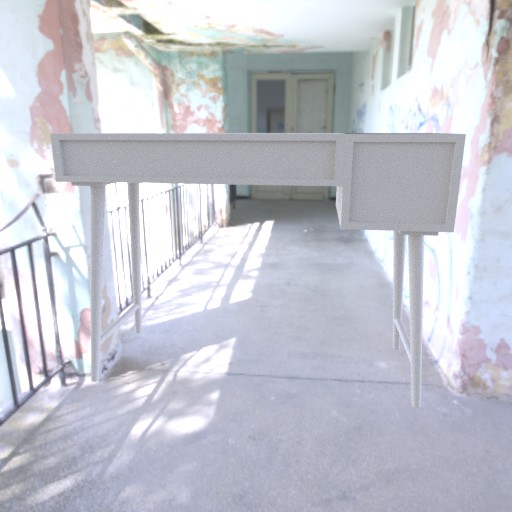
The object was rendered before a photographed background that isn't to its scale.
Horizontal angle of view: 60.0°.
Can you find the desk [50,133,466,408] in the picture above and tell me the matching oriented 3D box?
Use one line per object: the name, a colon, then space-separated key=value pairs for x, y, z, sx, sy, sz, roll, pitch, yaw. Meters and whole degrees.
desk: x=0.000 y=0.000 z=1.426 sx=1.069 sy=0.761 sz=0.409 roll=2 pitch=16 yaw=8
